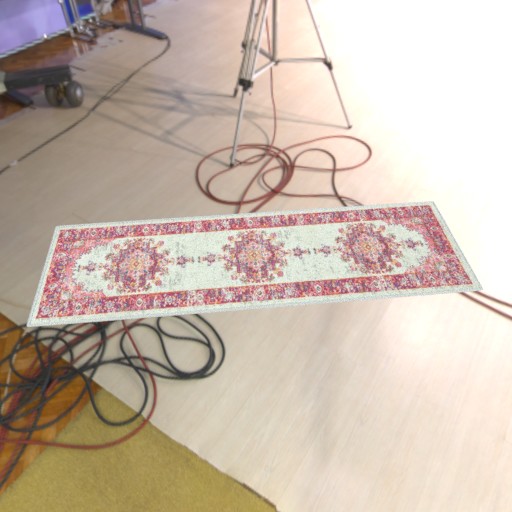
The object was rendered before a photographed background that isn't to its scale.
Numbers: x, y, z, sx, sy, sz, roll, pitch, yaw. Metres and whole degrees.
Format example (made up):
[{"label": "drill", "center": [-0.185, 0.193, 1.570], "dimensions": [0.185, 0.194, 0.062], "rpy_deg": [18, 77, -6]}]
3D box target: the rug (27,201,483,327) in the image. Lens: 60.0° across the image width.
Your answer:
[{"label": "rug", "center": [0.000, 0.000, 1.943], "dimensions": [1.824, 0.009, 0.562], "rpy_deg": [-4, 48, -4]}]
